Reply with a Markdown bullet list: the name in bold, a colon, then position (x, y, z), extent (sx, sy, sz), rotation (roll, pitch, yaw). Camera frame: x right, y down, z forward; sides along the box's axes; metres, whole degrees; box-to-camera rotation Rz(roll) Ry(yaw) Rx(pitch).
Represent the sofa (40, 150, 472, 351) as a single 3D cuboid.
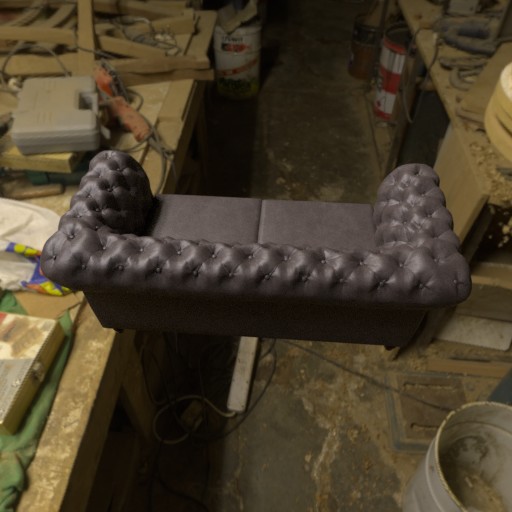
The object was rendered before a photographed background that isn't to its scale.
- **sofa**: position (0.000, 0.000, 2.515), extent (2.048, 0.779, 0.944), rotation (3, 47, 3)
